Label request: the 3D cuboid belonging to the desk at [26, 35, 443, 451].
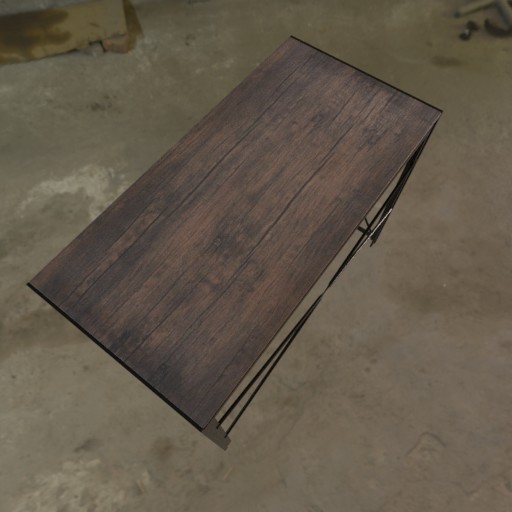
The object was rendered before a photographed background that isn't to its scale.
[{"bbox_3d":[0.000,0.000,1.422,0.505,0.747,1.015,34,69,15],"label":"desk"}]
